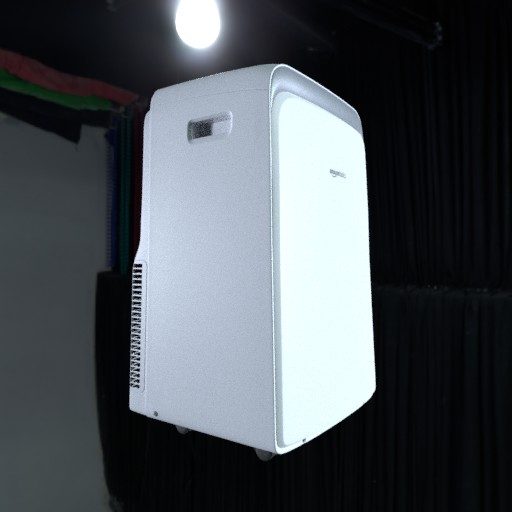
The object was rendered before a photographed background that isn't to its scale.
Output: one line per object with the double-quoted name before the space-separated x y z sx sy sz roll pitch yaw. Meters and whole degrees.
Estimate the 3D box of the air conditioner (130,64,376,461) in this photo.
"air conditioner" 0.000 0.000 1.070 0.467 0.765 0.478 0 -1 36
